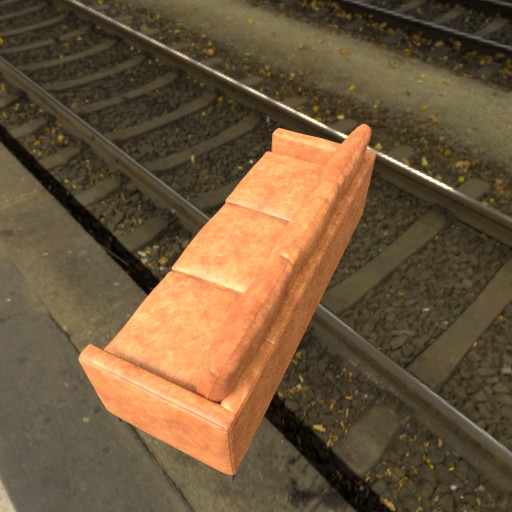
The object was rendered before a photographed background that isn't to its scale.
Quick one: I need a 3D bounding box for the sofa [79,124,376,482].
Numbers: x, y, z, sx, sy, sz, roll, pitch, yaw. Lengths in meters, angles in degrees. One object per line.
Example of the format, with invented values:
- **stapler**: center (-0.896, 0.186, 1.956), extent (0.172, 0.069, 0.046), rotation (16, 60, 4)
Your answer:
- **sofa**: center (0.000, 0.000, 2.451), extent (0.748, 0.863, 2.029), rotation (19, 49, 18)
